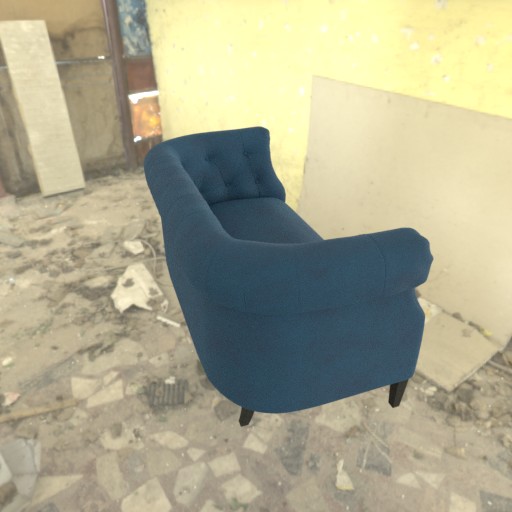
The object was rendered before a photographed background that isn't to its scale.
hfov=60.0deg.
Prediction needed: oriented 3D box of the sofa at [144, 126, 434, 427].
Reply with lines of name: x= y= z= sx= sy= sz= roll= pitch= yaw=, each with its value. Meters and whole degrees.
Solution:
sofa: x=0.000 y=0.000 z=2.062 sx=0.835 sy=0.827 sz=1.558 roll=-10 pitch=32 yaw=-17
